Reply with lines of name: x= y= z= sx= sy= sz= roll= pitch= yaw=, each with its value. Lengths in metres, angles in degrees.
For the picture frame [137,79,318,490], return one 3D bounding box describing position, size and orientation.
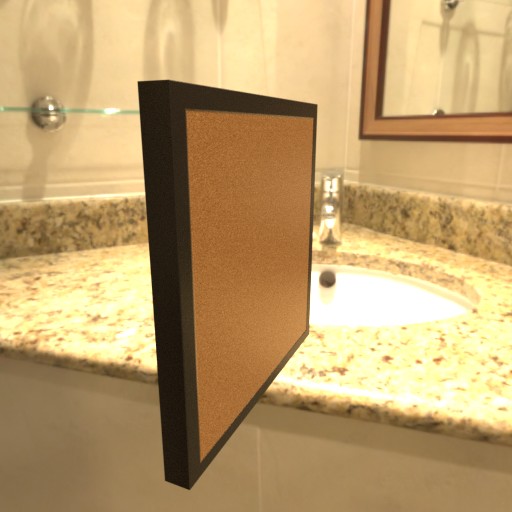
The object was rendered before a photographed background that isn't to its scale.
picture frame: x=0.000 y=0.000 z=0.520 sx=0.029 sy=0.353 sz=0.355 roll=7 pitch=17 yaw=23
